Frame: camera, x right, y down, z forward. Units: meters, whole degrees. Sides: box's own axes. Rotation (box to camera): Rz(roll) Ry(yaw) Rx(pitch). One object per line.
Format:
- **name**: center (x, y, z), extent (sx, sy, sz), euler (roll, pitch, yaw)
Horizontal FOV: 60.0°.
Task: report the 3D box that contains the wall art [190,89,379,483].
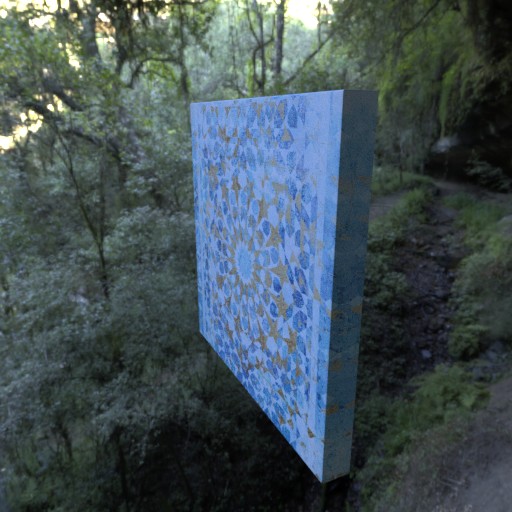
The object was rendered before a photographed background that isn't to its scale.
- **wall art**: center (0.000, 0.000, 0.606), extent (0.037, 0.405, 0.405), euler (-8, 19, -25)
